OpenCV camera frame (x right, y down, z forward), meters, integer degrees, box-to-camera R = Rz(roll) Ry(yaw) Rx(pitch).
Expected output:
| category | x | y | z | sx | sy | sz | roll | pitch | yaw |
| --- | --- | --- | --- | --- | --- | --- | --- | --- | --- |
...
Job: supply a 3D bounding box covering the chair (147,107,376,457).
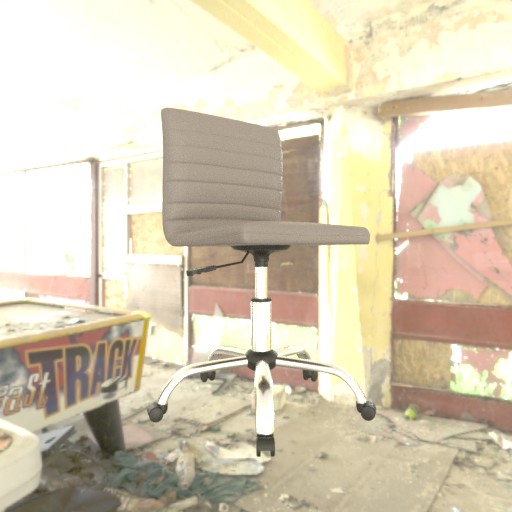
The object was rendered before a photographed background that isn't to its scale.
| category | x | y | z | sx | sy | sz | roll | pitch | yaw |
| --- | --- | --- | --- | --- | --- | --- | --- | --- | --- |
| chair | 0.000 | 0.000 | 1.157 | 0.556 | 0.780 | 0.530 | -1 | 2 | -37 |
